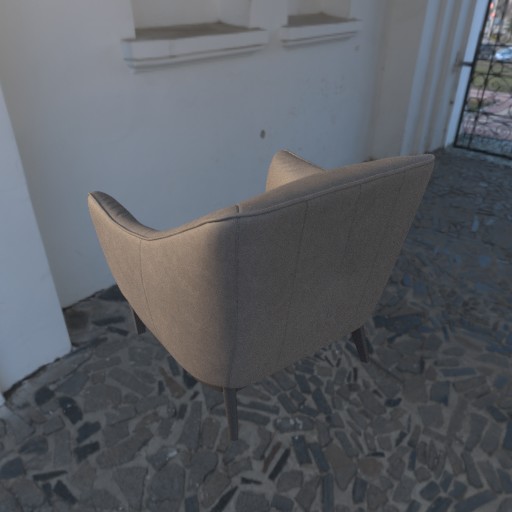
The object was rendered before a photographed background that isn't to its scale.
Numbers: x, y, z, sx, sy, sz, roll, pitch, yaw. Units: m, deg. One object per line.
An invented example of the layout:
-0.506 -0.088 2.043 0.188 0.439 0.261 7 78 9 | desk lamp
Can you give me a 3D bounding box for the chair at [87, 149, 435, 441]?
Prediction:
0.000 0.000 1.535 0.871 0.830 0.852 -20 36 -29 | chair
